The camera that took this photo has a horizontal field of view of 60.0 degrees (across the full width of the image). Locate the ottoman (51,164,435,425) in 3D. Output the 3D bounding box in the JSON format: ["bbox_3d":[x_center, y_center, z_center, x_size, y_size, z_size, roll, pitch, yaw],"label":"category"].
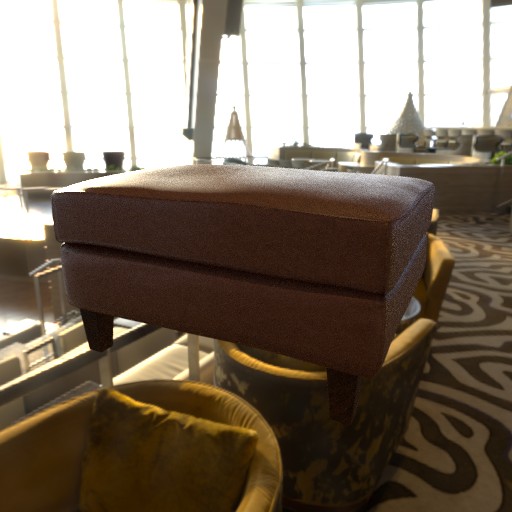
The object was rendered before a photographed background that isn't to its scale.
[{"bbox_3d":[0.000,0.000,1.232,0.851,0.485,0.650,8,18,25],"label":"ottoman"}]
